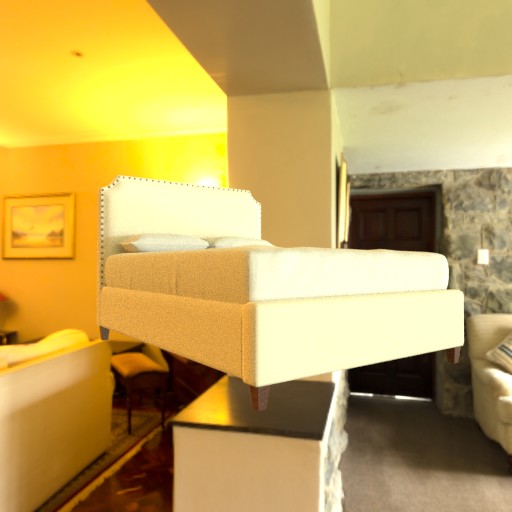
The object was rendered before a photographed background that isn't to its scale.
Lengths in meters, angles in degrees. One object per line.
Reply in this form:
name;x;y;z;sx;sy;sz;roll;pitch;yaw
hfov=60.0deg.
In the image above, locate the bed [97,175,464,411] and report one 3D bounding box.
bed;0.000;0.000;3.354;1.703;1.415;2.329;1;-1;-36
